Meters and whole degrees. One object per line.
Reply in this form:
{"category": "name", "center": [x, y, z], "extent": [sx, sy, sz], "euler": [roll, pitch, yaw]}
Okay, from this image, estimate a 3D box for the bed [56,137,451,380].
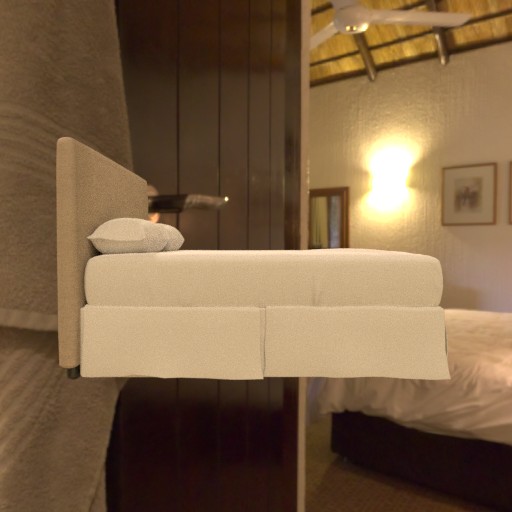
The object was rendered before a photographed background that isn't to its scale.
{"category": "bed", "center": [0.000, 0.000, 3.196], "extent": [2.162, 1.330, 1.713], "euler": [0, 2, 0]}
